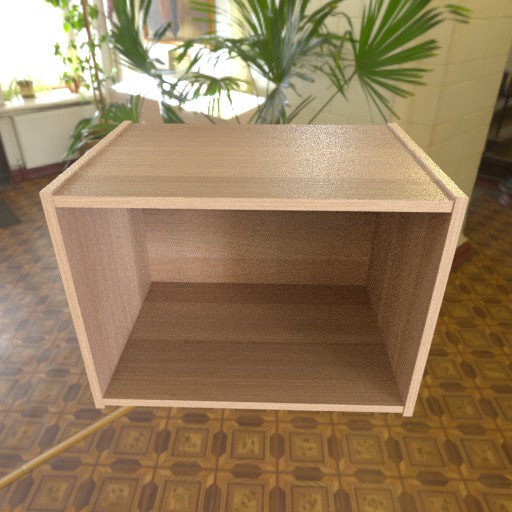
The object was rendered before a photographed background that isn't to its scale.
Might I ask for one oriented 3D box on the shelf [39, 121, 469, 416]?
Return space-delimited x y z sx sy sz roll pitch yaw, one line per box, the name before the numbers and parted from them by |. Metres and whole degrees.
shelf | 0.000 0.000 0.628 0.415 0.305 0.290 1 30 2
